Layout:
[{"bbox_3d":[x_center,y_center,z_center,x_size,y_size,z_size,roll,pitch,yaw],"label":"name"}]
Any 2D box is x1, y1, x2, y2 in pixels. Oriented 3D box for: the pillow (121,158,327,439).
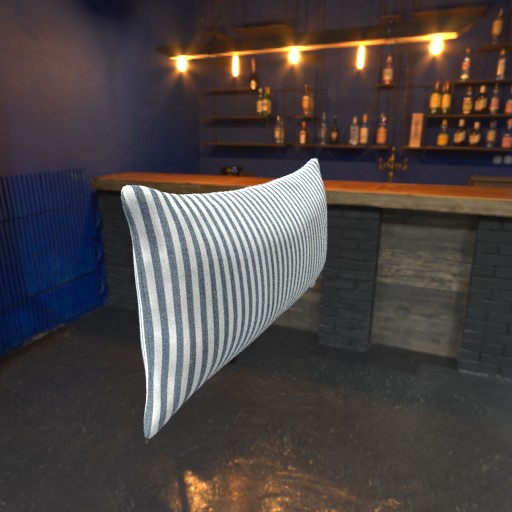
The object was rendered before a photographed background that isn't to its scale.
[{"bbox_3d":[0.000,0.000,0.742,0.151,0.295,0.617,7,17,24],"label":"pillow"}]
